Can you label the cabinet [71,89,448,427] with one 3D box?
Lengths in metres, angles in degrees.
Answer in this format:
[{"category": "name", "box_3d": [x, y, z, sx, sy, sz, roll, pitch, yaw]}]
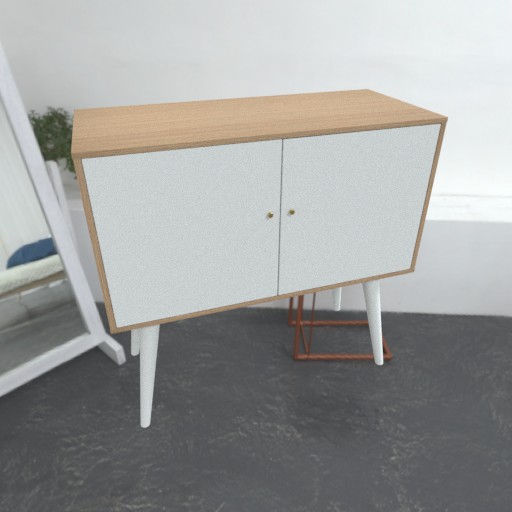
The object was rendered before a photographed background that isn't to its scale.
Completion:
[{"category": "cabinet", "box_3d": [0.000, 0.000, 1.617, 1.057, 1.016, 0.470, -10, 32, -16]}]
